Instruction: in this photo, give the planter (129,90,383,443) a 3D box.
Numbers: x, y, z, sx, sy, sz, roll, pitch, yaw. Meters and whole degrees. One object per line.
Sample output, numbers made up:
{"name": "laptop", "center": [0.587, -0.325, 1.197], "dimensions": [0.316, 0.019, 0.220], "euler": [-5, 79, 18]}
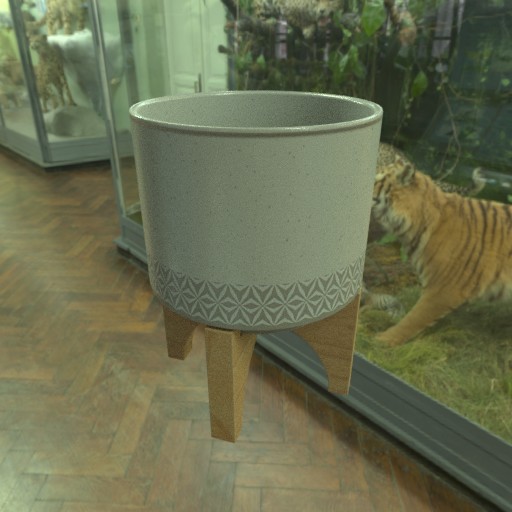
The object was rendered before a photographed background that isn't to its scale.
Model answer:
{"name": "planter", "center": [0.000, 0.000, 0.273], "dimensions": [0.130, 0.178, 0.130], "euler": [0, 27, 0]}
